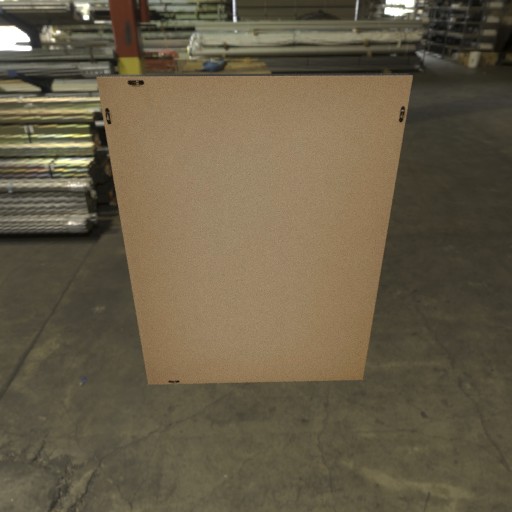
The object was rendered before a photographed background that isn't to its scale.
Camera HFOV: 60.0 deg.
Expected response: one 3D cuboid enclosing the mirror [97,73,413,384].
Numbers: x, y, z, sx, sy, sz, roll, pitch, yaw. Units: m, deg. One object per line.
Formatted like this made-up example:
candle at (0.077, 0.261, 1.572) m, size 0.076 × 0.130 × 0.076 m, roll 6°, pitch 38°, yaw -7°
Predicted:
mirror at (0.000, 0.000, 1.333) m, size 0.762 × 1.016 × 0.040 m, roll -1°, pitch 30°, yaw -1°
